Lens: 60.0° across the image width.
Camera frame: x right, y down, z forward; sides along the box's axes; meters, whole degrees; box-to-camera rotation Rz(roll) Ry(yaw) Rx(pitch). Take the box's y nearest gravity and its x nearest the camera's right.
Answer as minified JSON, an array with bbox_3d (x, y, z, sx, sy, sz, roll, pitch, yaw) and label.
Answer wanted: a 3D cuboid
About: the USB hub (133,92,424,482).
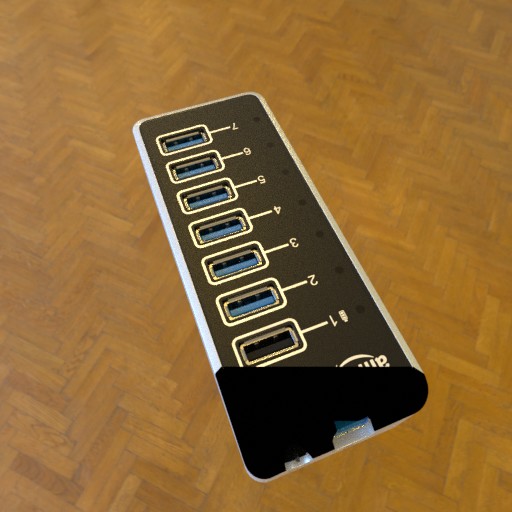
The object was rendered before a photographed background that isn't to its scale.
[{"bbox_3d":[0.000,0.000,0.128,0.044,0.023,0.110,-18,61,-11],"label":"USB hub"}]
